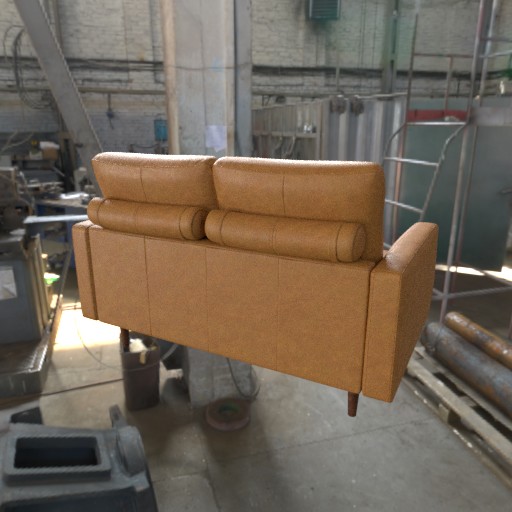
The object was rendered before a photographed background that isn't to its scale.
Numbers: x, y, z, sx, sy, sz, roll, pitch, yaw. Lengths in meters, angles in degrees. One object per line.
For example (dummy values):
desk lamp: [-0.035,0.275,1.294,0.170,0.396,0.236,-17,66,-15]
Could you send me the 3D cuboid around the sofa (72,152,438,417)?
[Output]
sofa: [0.000,0.000,1.969,1.430,0.898,0.868,9,18,27]
